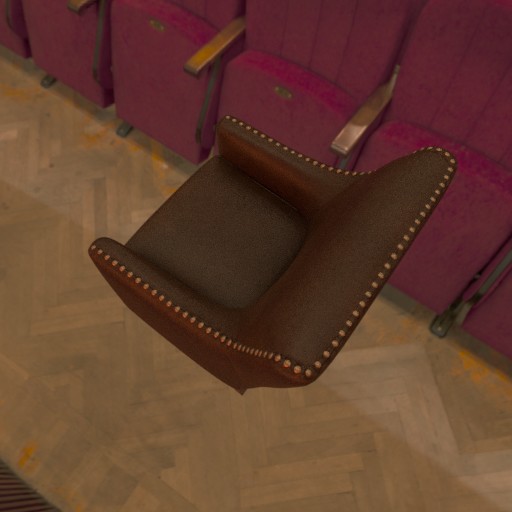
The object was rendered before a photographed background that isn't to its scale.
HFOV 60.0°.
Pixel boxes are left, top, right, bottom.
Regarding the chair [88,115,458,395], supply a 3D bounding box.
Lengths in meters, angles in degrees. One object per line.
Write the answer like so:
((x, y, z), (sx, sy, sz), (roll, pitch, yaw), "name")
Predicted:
((0.000, 0.000, 1.308), (0.704, 0.813, 0.639), (34, 68, 16), "chair")
